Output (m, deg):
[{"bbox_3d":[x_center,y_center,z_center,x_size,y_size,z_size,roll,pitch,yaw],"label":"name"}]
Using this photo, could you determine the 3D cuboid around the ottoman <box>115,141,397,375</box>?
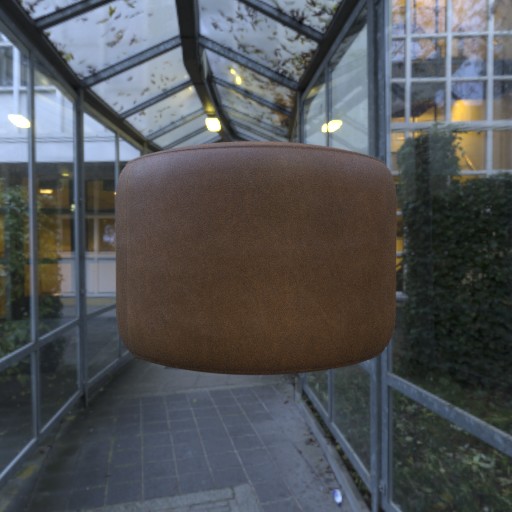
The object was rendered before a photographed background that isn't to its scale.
[{"bbox_3d":[0.000,0.000,1.007,0.607,0.438,0.607,0,1,0],"label":"ottoman"}]
